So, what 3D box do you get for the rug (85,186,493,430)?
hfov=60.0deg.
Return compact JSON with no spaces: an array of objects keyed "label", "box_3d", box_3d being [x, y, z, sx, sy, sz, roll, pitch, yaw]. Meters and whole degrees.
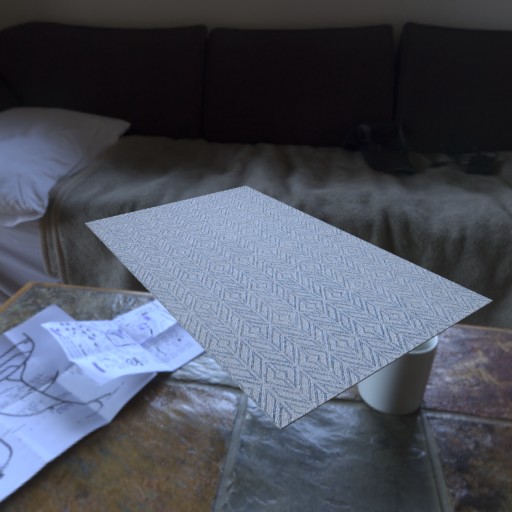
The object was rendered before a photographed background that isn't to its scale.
[{"label":"rug","box_3d":[0.000,0.000,2.974,1.526,0.008,2.441,-19,33,-31]}]
